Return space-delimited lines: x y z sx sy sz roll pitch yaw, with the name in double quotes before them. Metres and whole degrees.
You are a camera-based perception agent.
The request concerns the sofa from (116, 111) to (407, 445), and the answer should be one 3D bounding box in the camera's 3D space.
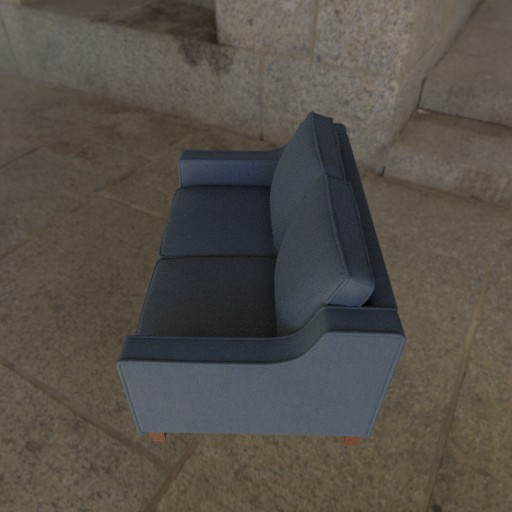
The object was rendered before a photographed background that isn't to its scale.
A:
"sofa" 0.000 0.000 2.176 0.987 0.971 1.501 1 42 1
